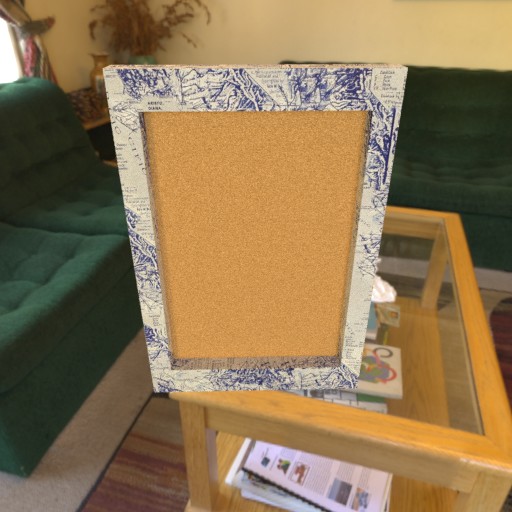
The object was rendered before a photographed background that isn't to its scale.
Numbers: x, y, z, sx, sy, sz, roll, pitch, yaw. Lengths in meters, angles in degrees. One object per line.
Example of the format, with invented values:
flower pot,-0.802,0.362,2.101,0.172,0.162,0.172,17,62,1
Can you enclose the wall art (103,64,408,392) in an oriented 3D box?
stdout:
wall art,0.000,0.000,0.758,0.408,0.601,0.040,-1,30,-1
